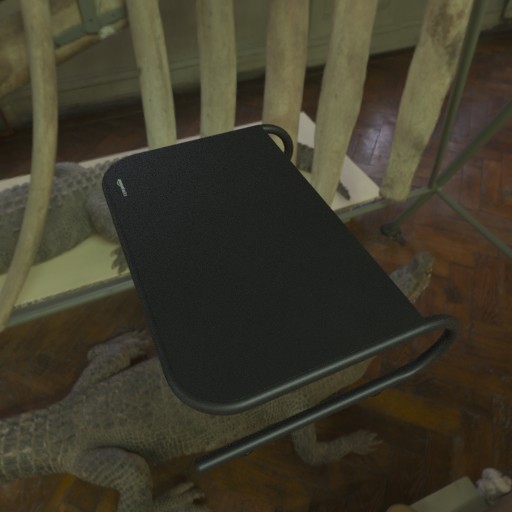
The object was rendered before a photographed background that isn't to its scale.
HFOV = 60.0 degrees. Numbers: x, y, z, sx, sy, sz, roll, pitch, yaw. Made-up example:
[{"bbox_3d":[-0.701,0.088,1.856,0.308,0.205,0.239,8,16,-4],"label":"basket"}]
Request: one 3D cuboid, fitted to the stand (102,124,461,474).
[{"bbox_3d":[0.000,0.000,0.516,0.280,0.108,0.370,-18,50,-16],"label":"stand"}]
